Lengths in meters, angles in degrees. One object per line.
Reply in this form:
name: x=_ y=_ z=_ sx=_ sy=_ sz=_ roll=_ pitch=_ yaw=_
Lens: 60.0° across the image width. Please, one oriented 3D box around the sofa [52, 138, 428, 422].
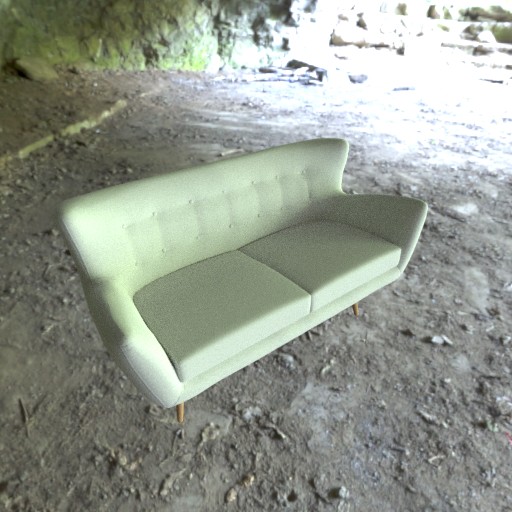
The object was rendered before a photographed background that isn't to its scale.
sofa: x=0.000 y=0.000 z=2.416 sx=1.930 sy=0.890 sz=0.899 roll=-22 pitch=37 yaw=-33
